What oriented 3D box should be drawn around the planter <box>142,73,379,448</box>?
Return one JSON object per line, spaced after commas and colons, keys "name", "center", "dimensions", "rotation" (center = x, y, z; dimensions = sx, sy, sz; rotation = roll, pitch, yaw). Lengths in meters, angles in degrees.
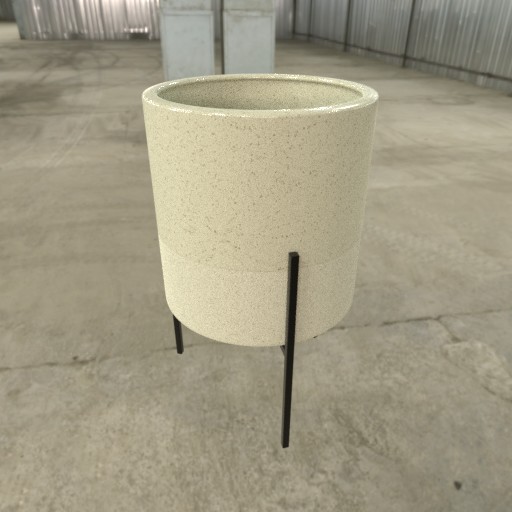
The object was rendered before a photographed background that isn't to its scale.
{"name": "planter", "center": [0.000, 0.000, 0.544], "dimensions": [0.243, 0.390, 0.234], "rotation": [8, 31, 14]}
